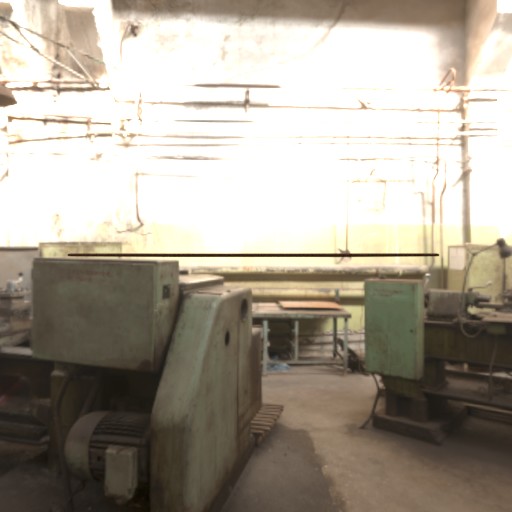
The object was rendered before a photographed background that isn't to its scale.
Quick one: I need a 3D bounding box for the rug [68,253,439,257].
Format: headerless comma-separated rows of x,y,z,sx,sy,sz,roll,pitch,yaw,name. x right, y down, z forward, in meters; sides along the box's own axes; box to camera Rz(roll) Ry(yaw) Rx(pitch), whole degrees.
0.000,0.000,2.357,1.219,0.010,1.829,0,0,1,rug
